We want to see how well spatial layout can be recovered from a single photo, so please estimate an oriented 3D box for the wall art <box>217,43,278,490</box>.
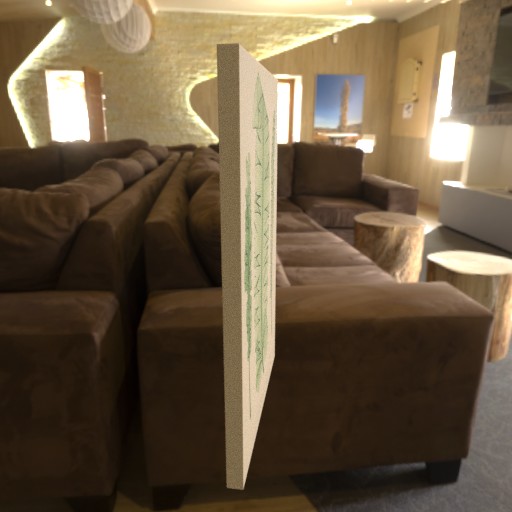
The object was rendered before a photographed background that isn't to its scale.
[{"bbox_3d":[0.000,0.000,1.158,0.038,0.914,0.610,3,16,9],"label":"wall art"}]
